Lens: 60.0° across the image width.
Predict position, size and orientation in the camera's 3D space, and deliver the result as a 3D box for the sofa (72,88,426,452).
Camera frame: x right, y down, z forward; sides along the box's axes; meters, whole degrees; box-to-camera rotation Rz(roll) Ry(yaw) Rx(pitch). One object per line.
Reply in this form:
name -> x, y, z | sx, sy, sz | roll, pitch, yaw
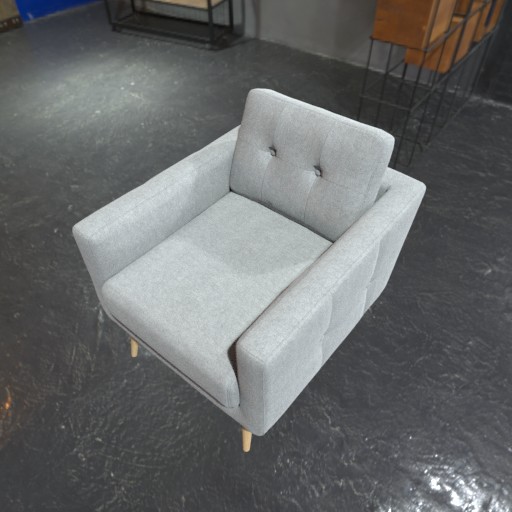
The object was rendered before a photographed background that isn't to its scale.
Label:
sofa -> 0.000, 0.000, 1.550 | 0.770, 0.860, 0.920 | 30, 53, 26
